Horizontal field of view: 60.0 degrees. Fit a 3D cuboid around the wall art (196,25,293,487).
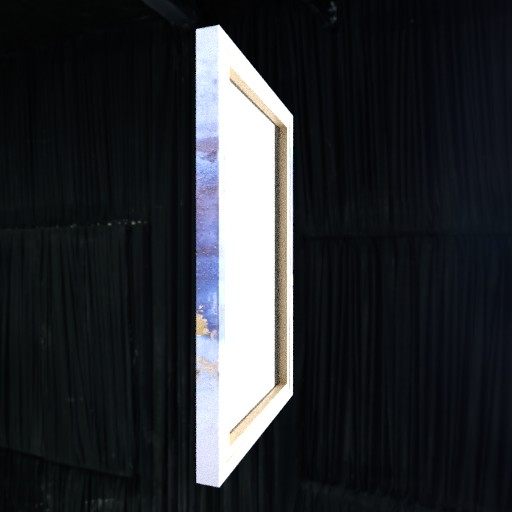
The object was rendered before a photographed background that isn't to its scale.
[{"bbox_3d":[0.000,0.000,1.122,0.048,0.874,0.583,0,0,18],"label":"wall art"}]
